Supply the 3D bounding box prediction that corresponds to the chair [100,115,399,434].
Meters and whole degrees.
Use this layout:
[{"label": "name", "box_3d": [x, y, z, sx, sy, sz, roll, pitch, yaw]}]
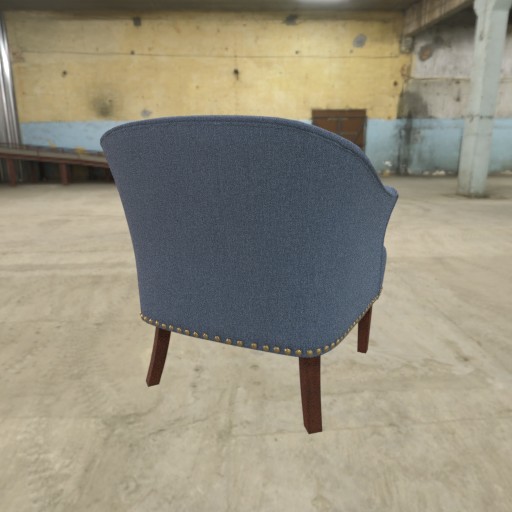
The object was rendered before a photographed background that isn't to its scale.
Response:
[{"label": "chair", "box_3d": [0.000, 0.000, 1.392, 0.772, 0.815, 0.704, 7, 17, 25]}]
